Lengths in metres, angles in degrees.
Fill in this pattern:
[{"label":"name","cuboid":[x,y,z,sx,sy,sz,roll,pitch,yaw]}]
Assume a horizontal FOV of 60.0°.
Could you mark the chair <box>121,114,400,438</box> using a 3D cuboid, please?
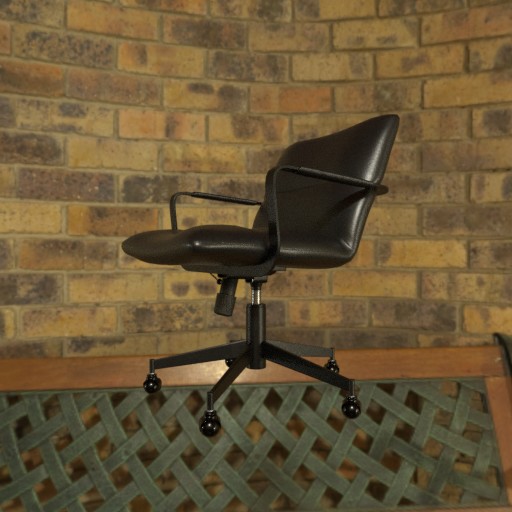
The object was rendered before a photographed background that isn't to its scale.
[{"label":"chair","cuboid":[0.000,0.000,1.462,0.748,0.922,0.719,0,1,-34]}]
